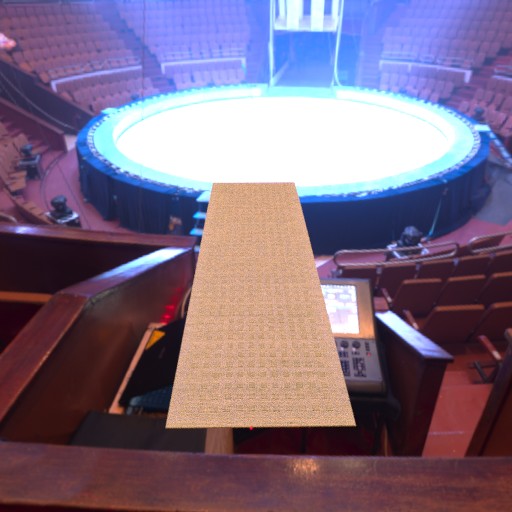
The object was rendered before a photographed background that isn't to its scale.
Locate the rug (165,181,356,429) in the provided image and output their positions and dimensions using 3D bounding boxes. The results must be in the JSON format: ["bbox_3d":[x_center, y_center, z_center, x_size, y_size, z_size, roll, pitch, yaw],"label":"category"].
[{"bbox_3d":[0.000,0.000,2.648,0.686,0.006,2.437,0,30,-1],"label":"rug"}]
